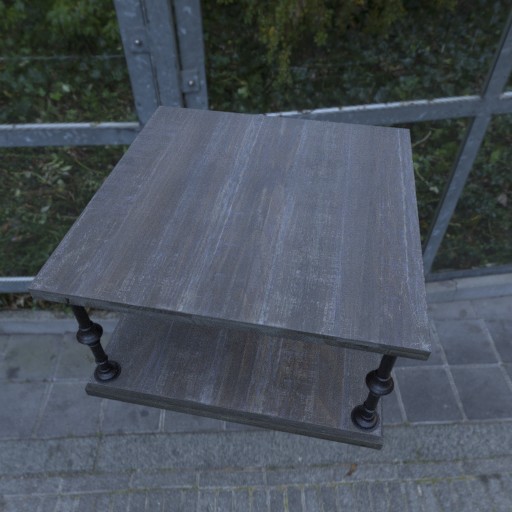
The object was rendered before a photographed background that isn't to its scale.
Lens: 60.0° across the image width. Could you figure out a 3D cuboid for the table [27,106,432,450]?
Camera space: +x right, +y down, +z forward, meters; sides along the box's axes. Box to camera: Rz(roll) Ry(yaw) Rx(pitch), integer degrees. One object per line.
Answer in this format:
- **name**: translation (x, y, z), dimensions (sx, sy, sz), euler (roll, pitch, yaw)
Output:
- **table**: translation (0.000, 0.000, 1.125), dimensions (0.696, 0.400, 0.696), euler (8, 46, 8)
